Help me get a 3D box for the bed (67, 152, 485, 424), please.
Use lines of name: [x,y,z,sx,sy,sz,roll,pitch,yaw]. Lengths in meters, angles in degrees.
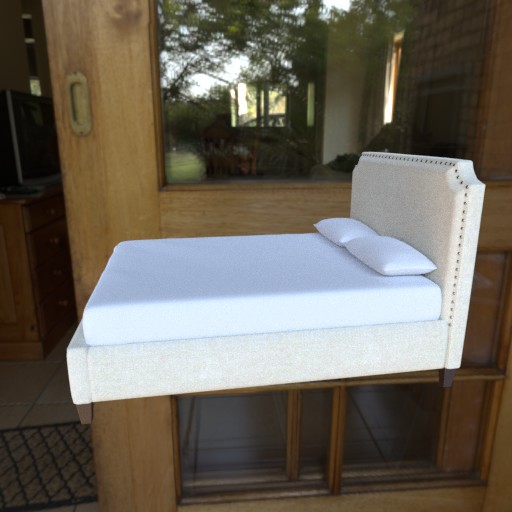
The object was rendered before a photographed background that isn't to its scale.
bed: [0.000,0.000,3.310,2.381,1.457,1.713,-3,15,-10]
